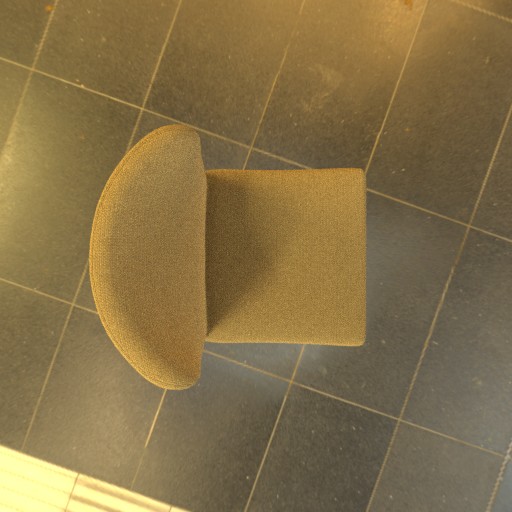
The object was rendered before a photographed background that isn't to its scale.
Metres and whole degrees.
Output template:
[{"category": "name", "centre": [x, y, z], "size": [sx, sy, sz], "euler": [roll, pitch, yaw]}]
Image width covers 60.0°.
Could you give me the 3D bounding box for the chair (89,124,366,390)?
[{"category": "chair", "centre": [0.000, 0.000, 1.181], "size": [0.589, 0.839, 0.491], "euler": [0, 90, 0]}]
